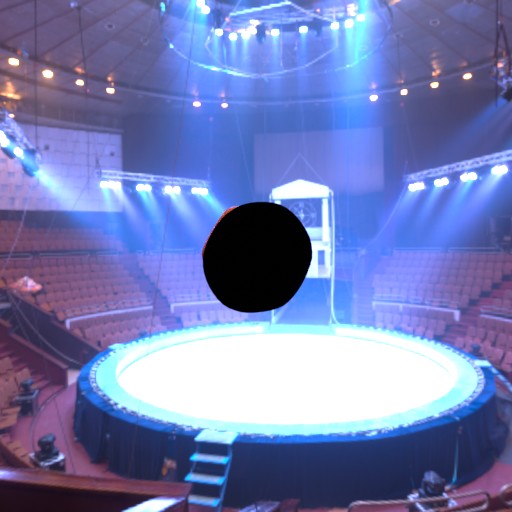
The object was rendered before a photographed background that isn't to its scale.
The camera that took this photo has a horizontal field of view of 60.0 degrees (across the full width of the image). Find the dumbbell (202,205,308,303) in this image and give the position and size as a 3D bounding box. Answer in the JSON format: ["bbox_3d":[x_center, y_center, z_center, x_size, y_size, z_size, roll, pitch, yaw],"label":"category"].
[{"bbox_3d":[0.000,0.000,0.143,0.047,0.043,0.123,0,1,-1],"label":"dumbbell"}]
